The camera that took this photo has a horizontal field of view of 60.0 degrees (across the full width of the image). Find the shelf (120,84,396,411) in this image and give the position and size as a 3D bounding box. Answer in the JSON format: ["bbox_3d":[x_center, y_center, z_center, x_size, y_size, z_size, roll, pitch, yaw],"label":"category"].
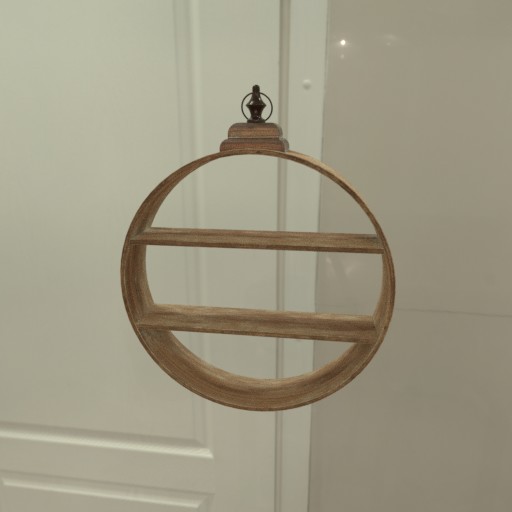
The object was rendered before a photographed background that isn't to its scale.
[{"bbox_3d":[0.000,0.000,1.002,0.601,0.725,0.125,2,16,8],"label":"shelf"}]
